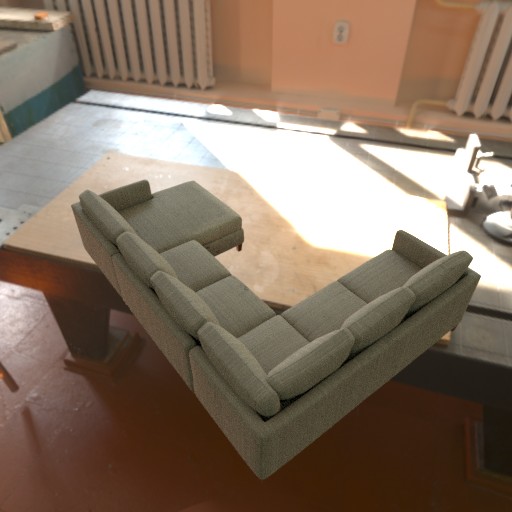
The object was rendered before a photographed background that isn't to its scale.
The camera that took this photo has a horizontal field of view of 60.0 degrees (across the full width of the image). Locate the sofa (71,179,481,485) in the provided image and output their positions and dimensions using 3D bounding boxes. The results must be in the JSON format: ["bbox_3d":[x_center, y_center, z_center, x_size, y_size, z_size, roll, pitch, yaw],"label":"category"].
[{"bbox_3d":[0.000,0.000,4.622,2.594,0.961,3.460,-27,47,-28],"label":"sofa"}]
